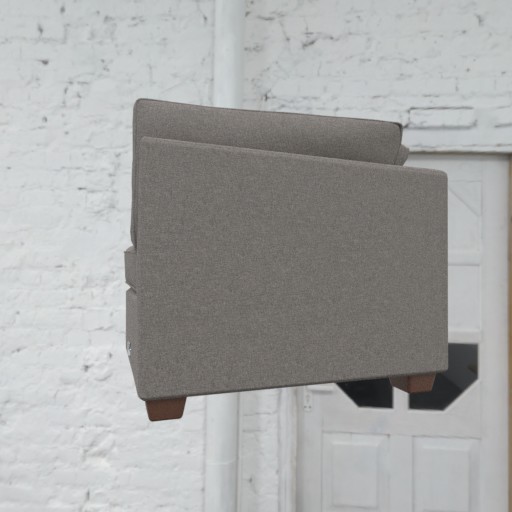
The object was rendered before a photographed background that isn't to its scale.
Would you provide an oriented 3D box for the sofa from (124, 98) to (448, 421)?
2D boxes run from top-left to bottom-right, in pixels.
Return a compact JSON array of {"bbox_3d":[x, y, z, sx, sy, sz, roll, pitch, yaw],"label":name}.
[{"bbox_3d":[0.000,0.000,1.842,1.042,0.951,1.050,0,0,-18],"label":"sofa"}]
